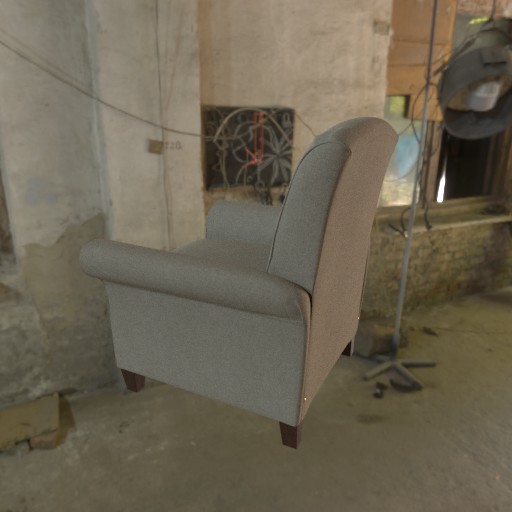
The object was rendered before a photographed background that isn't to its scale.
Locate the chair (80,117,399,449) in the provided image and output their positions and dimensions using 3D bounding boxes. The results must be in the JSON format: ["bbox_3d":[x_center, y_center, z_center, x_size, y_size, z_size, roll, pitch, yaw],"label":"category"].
[{"bbox_3d":[0.000,0.000,1.766,0.905,1.061,0.978,9,20,26],"label":"chair"}]
